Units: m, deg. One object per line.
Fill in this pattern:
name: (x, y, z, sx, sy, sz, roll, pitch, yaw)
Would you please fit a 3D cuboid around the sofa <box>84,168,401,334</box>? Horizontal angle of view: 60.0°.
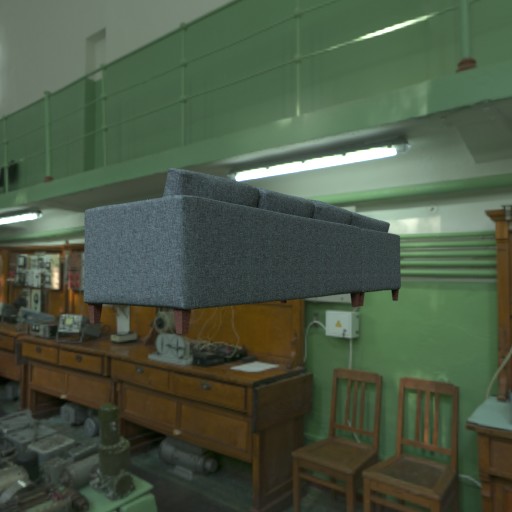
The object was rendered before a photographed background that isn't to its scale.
sofa: (0.000, 0.000, 4.196, 1.635, 0.960, 3.485, -1, -2, 37)
